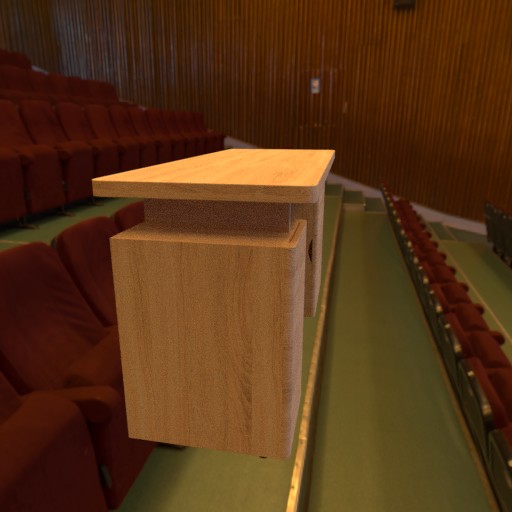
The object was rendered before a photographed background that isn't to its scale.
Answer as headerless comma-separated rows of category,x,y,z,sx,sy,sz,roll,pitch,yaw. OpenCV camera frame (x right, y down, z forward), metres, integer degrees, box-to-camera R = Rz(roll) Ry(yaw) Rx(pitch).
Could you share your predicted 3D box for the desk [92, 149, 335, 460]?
desk,0.000,0.000,1.783,0.550,0.760,1.400,3,17,11
